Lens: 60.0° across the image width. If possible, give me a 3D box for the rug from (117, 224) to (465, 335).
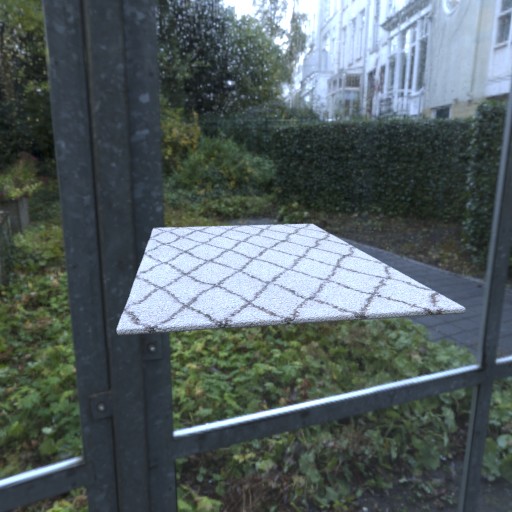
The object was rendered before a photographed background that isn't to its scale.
[{"bbox_3d":[0.000,0.000,3.040,1.524,0.030,2.438,-2,13,-9],"label":"rug"}]
